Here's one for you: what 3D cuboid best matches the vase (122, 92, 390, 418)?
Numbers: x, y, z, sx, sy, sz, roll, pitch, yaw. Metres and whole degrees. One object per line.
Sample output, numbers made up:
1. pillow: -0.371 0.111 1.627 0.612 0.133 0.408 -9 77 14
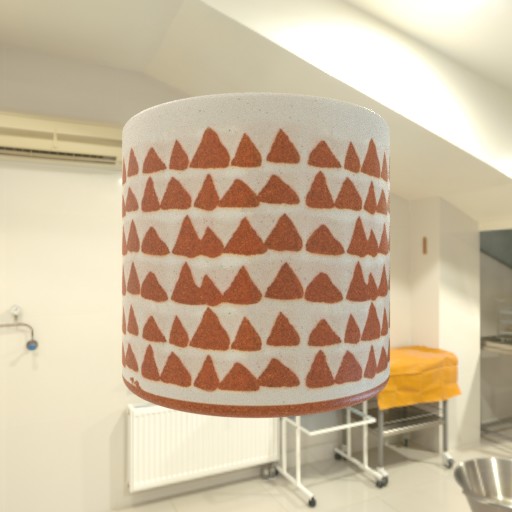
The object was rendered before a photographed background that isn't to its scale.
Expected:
1. vase: 0.000 0.000 0.236 0.137 0.127 0.137 0 0 0
